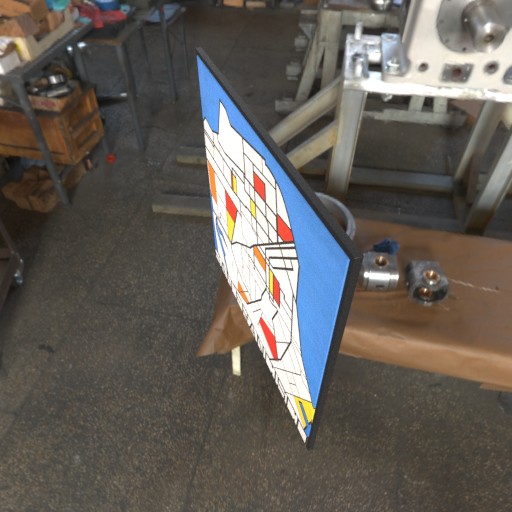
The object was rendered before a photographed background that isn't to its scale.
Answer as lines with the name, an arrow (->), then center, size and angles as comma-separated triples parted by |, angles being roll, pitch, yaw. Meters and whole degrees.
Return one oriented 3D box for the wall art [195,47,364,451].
wall art -> 0.000, 0.000, 0.993 | 0.015, 0.663, 0.664 | -17, 50, -15
